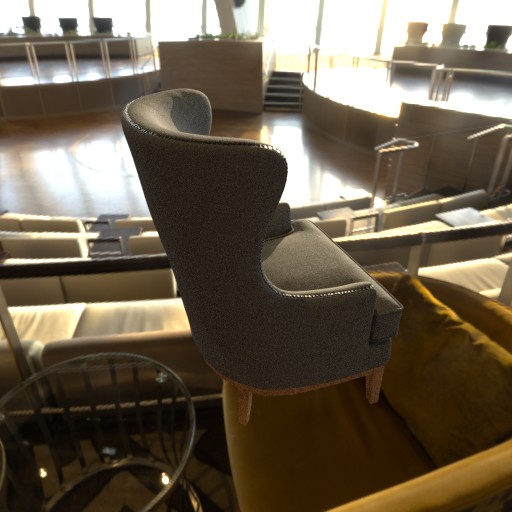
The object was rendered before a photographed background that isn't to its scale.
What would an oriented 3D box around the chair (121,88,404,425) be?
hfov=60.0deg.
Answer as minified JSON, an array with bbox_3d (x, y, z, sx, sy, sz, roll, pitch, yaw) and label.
[{"bbox_3d":[0.000,0.000,1.783,0.883,1.176,0.864,-10,32,-17],"label":"chair"}]
